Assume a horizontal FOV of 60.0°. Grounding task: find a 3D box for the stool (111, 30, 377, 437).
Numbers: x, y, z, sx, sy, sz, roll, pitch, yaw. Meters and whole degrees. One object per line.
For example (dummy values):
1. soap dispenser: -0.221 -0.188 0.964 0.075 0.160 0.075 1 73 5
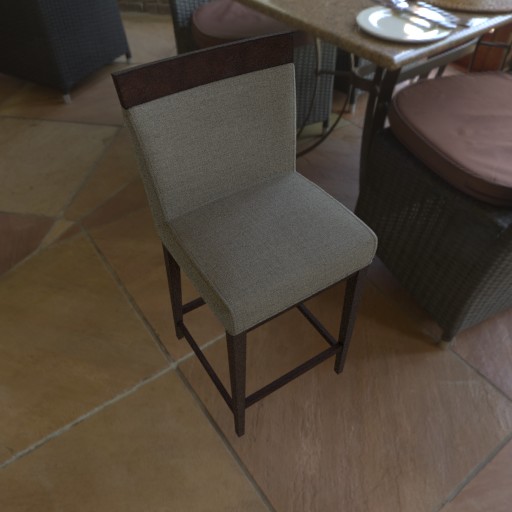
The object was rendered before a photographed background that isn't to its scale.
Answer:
1. stool: 0.000 0.000 1.393 0.511 1.117 0.531 -25 51 -22
